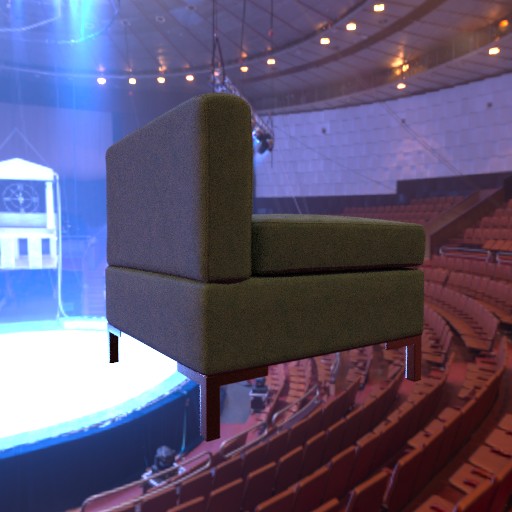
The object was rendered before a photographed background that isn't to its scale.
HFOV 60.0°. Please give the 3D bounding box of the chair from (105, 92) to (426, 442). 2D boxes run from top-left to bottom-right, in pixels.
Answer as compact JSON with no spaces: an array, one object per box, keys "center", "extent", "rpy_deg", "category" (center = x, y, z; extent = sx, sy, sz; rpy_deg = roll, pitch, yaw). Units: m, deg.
[{"center":[0.000,0.000,1.265],"extent":[0.685,0.660,0.684],"rpy_deg":[-2,3,-34],"category":"chair"}]
